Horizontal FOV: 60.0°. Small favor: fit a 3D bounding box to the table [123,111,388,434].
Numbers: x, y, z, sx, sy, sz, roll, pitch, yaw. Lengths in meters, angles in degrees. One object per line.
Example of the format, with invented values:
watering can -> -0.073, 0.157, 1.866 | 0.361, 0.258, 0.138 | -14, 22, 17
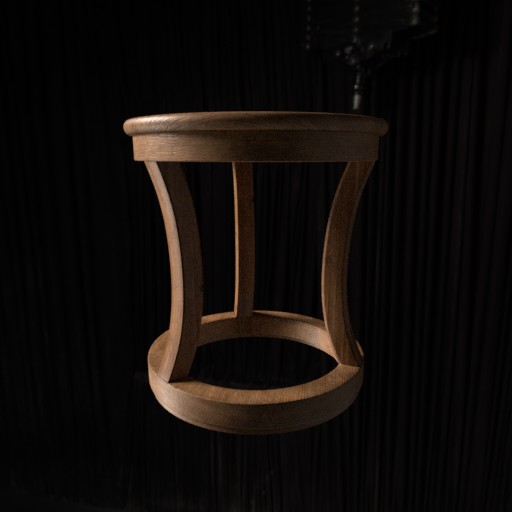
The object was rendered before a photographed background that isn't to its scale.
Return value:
table -> 0.000, 0.000, 0.801 | 0.432, 0.460, 0.432 | 0, 13, 0
